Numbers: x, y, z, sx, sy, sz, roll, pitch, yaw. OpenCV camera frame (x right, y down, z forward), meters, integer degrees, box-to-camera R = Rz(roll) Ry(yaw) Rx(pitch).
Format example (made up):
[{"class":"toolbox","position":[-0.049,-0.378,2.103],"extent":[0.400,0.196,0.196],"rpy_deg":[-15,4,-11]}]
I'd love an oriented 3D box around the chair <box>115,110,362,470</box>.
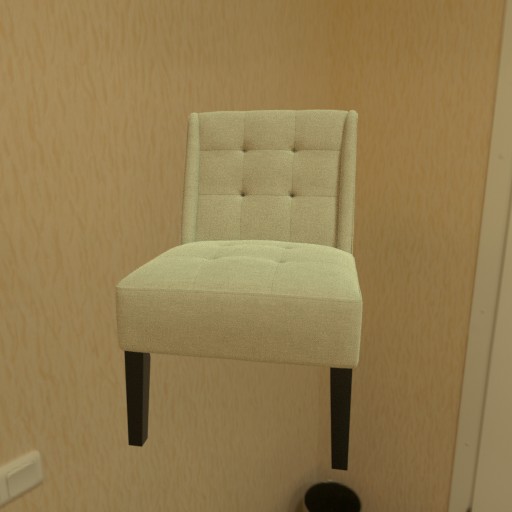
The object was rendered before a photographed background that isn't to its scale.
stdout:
[{"class":"chair","position":[0.000,0.000,1.280],"extent":[0.569,0.853,0.676],"rpy_deg":[2,13,10]}]
